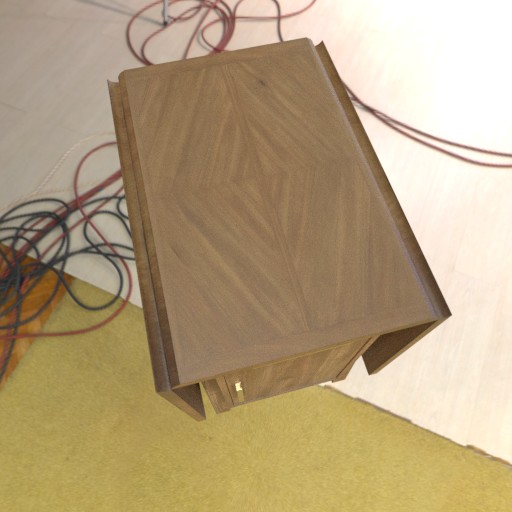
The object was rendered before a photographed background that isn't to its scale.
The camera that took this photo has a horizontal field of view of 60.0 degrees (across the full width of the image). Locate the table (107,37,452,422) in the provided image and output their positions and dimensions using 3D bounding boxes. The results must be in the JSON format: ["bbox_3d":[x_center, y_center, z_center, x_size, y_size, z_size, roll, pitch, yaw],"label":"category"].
[{"bbox_3d":[0.000,0.000,1.627,0.701,0.981,0.967,-13,65,-6],"label":"table"}]
